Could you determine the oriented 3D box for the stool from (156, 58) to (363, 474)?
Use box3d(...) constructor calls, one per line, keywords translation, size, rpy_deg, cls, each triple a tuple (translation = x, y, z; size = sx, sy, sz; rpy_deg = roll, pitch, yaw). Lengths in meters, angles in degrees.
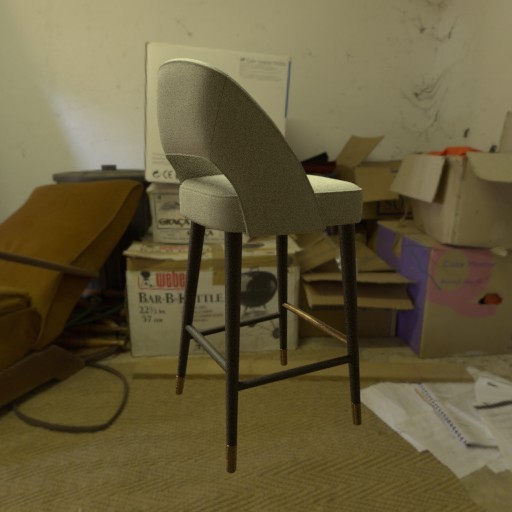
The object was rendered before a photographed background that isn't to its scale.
box3d(translation=(0.000, 0.000, 1.317), size=(0.509, 1.037, 0.494), rpy_deg=(-8, 16, -27), cls="stool")
